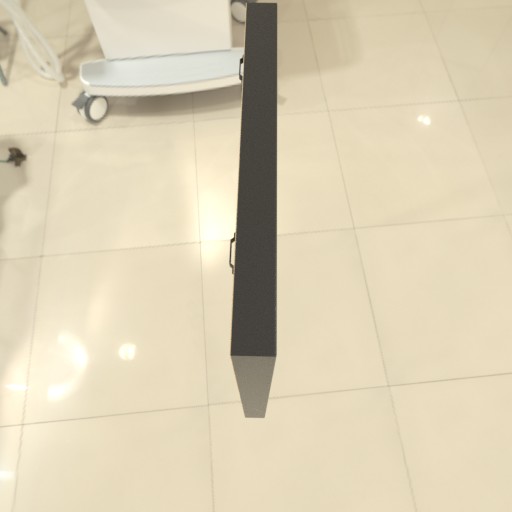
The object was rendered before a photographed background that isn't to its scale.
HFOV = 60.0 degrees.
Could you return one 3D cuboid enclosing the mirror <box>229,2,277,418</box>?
[{"bbox_3d":[0.000,0.000,0.653,0.041,0.508,0.405,1,65,1],"label":"mirror"}]
